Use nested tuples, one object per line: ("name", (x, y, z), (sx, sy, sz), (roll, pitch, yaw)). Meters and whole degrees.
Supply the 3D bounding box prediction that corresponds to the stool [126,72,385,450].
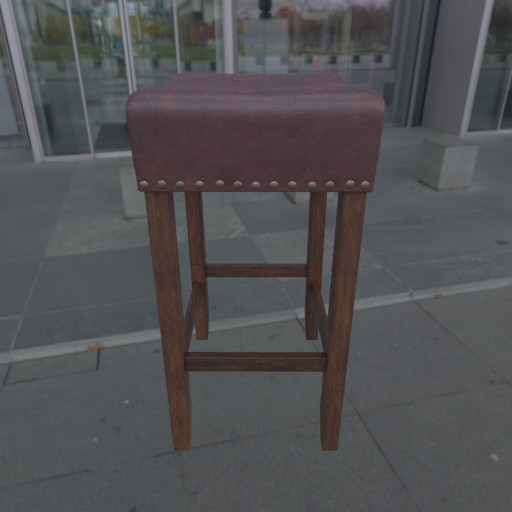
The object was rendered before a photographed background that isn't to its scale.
("stool", (0.000, 0.000, 1.033), (0.401, 0.769, 0.465), (0, 26, 0))
